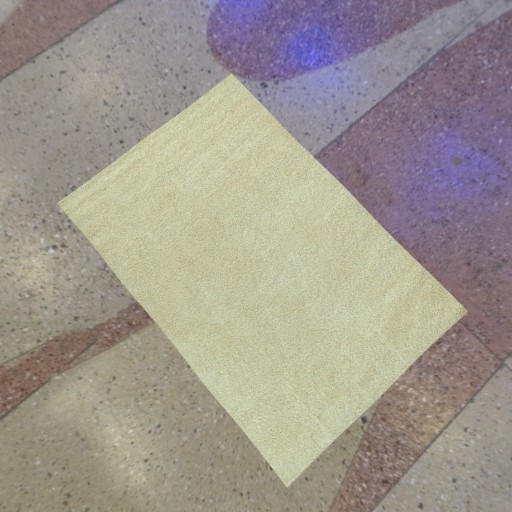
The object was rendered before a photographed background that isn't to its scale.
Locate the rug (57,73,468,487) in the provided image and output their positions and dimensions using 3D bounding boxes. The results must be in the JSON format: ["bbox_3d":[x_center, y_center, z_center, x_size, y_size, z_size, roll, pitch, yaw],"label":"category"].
[{"bbox_3d":[0.000,0.000,3.386,1.800,0.025,2.699,-40,79,-10],"label":"rug"}]
